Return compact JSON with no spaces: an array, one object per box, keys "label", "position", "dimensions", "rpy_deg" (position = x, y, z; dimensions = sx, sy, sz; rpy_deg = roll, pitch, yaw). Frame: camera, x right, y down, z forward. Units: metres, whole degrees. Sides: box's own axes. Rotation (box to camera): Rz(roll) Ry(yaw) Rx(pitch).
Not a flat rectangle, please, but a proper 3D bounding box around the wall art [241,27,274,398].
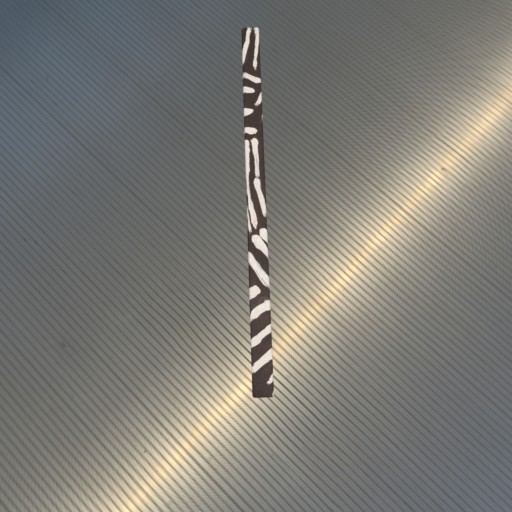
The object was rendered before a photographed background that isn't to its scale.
[{"label":"wall art","position":[0.000,0.000,1.357],"dimensions":[0.038,1.017,0.765],"rpy_deg":[-2,76,0]}]
